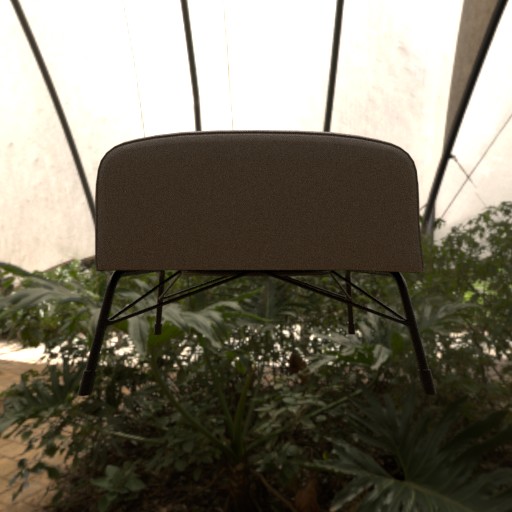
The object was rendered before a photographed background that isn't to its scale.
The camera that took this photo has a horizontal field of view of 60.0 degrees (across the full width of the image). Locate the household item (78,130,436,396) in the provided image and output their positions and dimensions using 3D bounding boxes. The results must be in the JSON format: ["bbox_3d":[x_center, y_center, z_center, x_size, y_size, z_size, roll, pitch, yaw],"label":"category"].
[{"bbox_3d":[0.000,0.000,0.913,0.530,0.410,0.530,0,0,-1],"label":"household item"}]
